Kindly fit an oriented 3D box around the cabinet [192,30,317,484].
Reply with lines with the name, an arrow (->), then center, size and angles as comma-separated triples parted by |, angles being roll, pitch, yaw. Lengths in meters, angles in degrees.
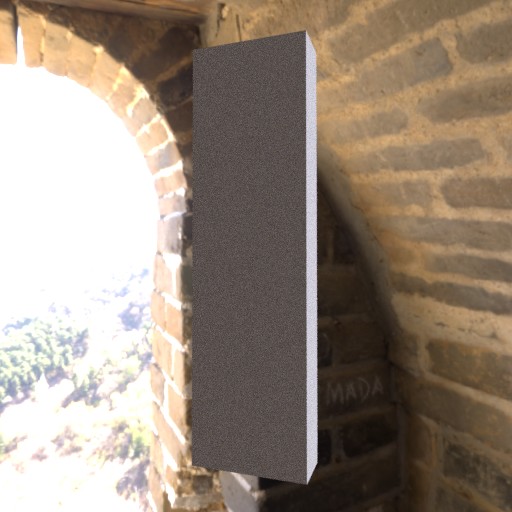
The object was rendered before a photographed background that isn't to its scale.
cabinet -> 0.000, 0.000, 1.936 | 0.500, 1.790, 0.230 | 0, -1, 19
